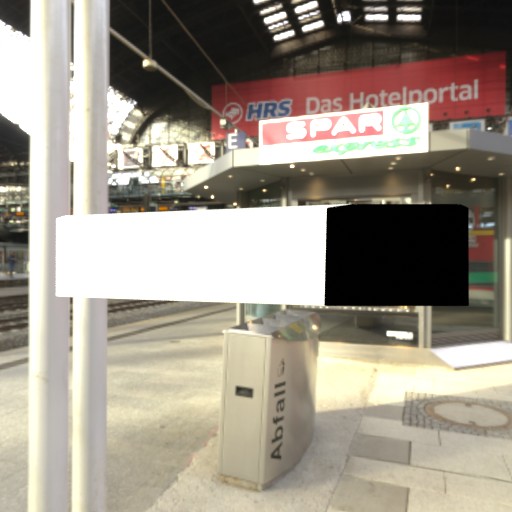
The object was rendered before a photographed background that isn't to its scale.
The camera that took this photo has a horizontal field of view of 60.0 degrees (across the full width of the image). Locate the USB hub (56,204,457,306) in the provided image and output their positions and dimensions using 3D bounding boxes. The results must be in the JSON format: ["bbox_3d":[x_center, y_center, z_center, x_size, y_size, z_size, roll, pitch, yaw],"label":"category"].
[{"bbox_3d":[0.000,0.000,0.129,0.110,0.023,0.044,0,0,19],"label":"USB hub"}]
